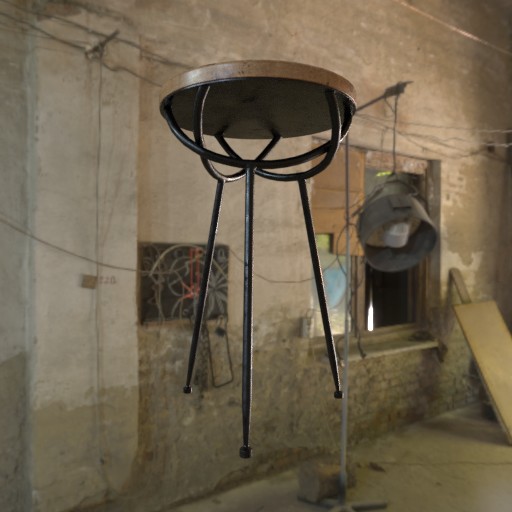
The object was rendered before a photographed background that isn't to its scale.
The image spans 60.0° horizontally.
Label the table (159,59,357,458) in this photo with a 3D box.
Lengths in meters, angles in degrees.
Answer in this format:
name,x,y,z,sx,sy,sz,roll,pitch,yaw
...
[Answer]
name,x,y,z,sx,sy,sz,roll,pitch,yaw
table,0.000,0.000,0.943,0.414,0.664,0.418,0,1,19
